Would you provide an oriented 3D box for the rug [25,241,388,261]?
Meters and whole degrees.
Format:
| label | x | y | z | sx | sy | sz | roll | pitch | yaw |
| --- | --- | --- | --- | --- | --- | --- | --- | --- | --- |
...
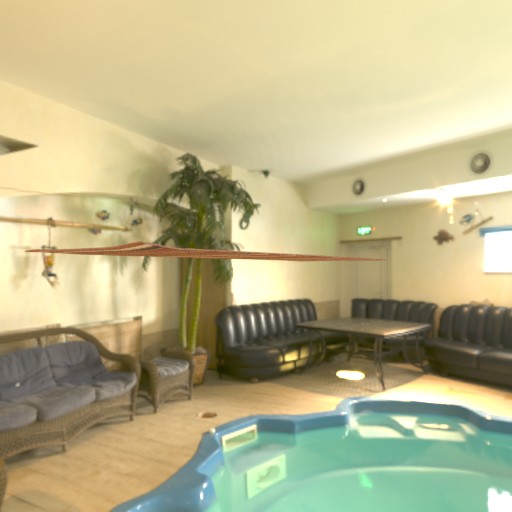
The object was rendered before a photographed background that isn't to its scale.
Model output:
| label | x | y | z | sx | sy | sz | roll | pitch | yaw |
| --- | --- | --- | --- | --- | --- | --- | --- | --- | --- |
| rug | 0.000 | 0.000 | 2.731 | 0.799 | 0.030 | 2.444 | -1 | -2 | 36 |
